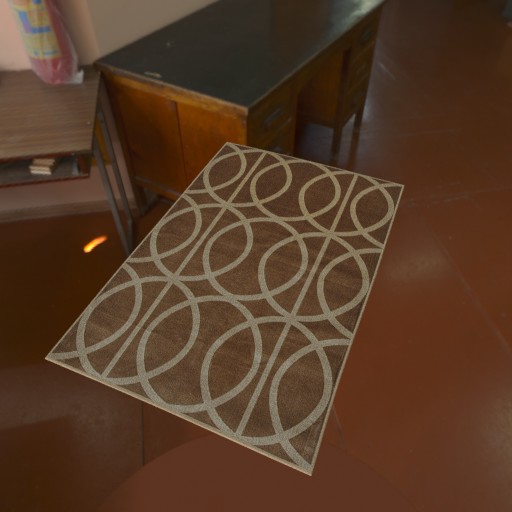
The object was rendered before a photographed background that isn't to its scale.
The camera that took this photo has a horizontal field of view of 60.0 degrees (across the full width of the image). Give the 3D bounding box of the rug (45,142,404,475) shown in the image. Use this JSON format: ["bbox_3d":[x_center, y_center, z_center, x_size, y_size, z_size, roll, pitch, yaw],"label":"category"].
[{"bbox_3d":[0.000,0.000,2.912,1.526,0.014,2.290,17,49,15],"label":"rug"}]
